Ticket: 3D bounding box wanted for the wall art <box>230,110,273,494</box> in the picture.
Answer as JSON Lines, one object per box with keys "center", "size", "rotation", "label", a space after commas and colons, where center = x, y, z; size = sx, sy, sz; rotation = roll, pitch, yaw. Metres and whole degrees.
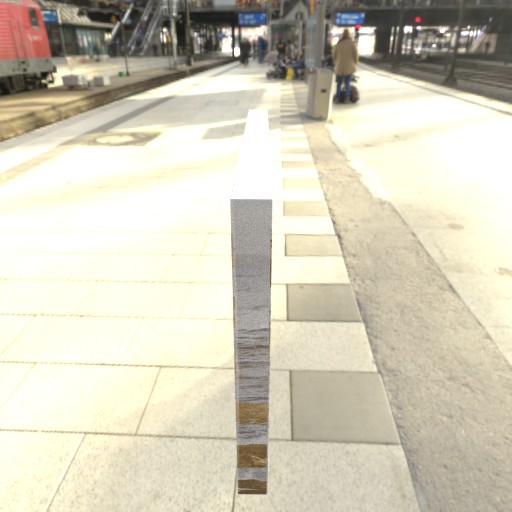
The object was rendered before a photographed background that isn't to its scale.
{"center": [0.000, 0.000, 0.769], "size": [0.041, 0.407, 0.606], "rotation": [0, 26, 1], "label": "wall art"}
